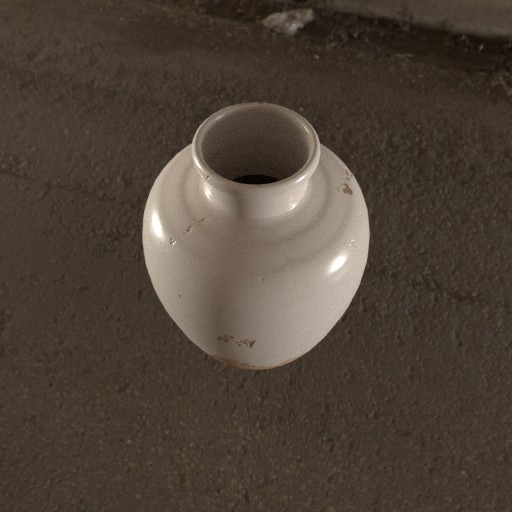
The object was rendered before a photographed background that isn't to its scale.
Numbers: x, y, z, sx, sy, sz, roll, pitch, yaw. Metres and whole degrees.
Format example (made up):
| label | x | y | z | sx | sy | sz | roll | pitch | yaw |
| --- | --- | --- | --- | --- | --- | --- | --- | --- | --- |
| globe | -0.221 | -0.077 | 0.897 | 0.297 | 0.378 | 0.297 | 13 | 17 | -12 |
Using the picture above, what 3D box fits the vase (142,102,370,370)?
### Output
| label | x | y | z | sx | sy | sz | roll | pitch | yaw |
| --- | --- | --- | --- | --- | --- | --- | --- | --- | --- |
| vase | 0.000 | 0.000 | 0.338 | 0.158 | 0.228 | 0.158 | 0 | 57 | 0 |
